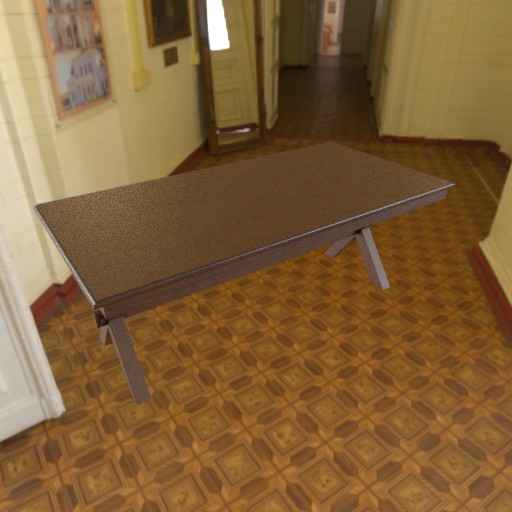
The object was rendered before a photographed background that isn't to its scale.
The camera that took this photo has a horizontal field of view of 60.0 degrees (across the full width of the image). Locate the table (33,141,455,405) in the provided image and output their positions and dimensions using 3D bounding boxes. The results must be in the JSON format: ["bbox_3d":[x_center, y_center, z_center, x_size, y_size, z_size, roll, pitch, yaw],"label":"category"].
[{"bbox_3d":[0.000,0.000,1.507,1.197,0.459,0.594,-19,35,-29],"label":"table"}]
